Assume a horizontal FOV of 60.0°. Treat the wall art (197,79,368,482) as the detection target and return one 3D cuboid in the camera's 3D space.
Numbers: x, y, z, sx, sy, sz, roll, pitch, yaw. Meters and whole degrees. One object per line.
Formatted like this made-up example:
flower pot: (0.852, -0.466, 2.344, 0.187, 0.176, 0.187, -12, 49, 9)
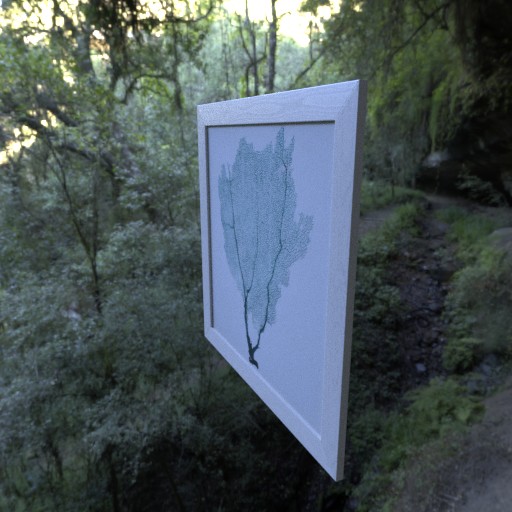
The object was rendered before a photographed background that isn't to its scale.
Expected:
wall art: (0.000, 0.000, 0.852, 0.015, 0.577, 0.572, -8, 17, -26)
